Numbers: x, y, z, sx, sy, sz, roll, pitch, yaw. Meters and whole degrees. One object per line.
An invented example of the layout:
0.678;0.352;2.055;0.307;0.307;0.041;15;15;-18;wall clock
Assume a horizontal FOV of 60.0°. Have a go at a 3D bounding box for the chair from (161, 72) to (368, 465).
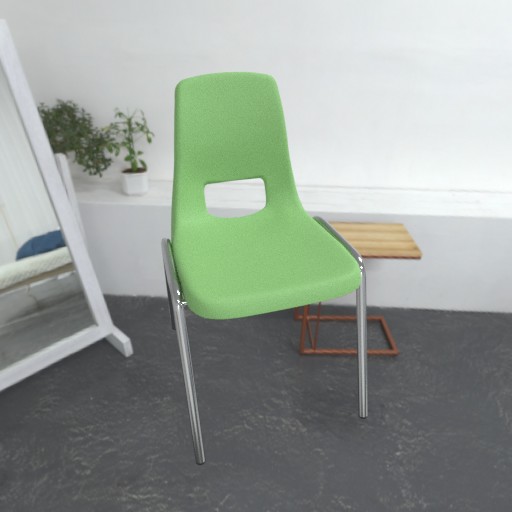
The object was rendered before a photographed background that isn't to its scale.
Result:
0.000;0.000;0.924;0.381;0.653;0.436;-9;33;-15;chair
